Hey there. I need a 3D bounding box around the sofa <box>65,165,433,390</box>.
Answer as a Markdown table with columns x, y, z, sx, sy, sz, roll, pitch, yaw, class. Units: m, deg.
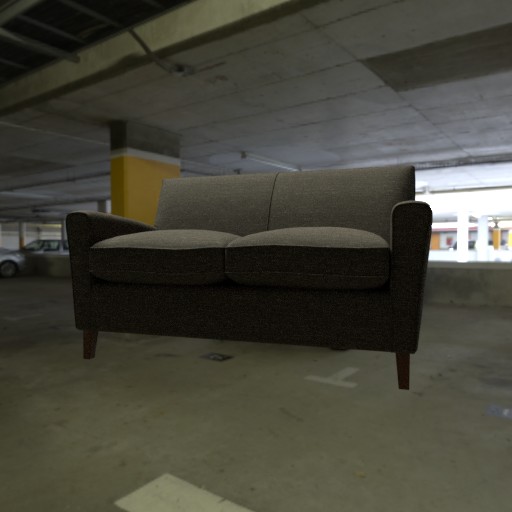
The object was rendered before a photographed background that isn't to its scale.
| x | y | z | sx | sy | sz | roll | pitch | yaw | class |
| --- | --- | --- | --- | --- | --- | --- | --- | --- | --- |
| 0.000 | 0.000 | 2.096 | 1.509 | 0.905 | 0.867 | 0 | 1 | 18 | sofa |
